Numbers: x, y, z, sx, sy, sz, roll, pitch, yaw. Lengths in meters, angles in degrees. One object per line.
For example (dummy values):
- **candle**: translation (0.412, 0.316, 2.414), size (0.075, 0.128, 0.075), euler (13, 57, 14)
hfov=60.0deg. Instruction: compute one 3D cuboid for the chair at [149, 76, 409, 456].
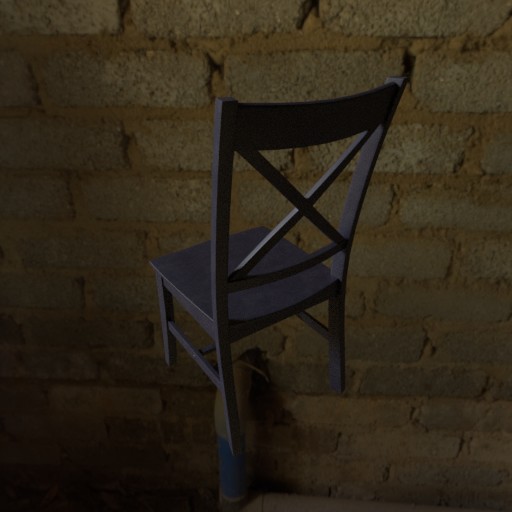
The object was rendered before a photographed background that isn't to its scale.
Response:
- **chair**: translation (0.000, 0.000, 1.280), size (0.485, 0.983, 0.542), euler (-19, 35, -30)
